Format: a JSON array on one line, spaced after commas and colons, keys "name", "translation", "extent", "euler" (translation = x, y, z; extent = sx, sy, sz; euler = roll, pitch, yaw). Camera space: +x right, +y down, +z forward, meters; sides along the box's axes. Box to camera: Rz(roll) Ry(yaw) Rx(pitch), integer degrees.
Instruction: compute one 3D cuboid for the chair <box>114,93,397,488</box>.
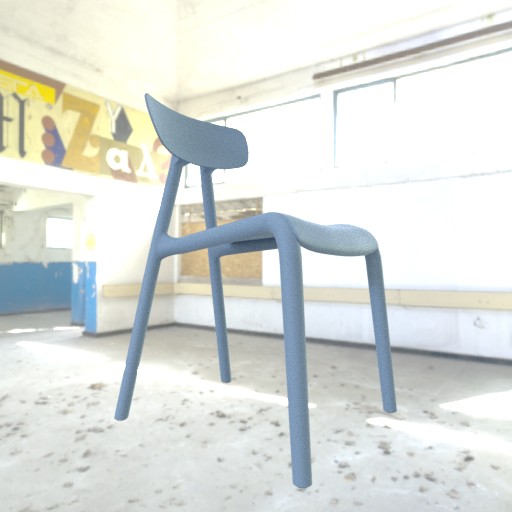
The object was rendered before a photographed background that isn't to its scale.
[{"name": "chair", "translation": [0.000, 0.000, 0.802], "extent": [0.401, 0.580, 0.356], "euler": [-1, -1, 35]}]
